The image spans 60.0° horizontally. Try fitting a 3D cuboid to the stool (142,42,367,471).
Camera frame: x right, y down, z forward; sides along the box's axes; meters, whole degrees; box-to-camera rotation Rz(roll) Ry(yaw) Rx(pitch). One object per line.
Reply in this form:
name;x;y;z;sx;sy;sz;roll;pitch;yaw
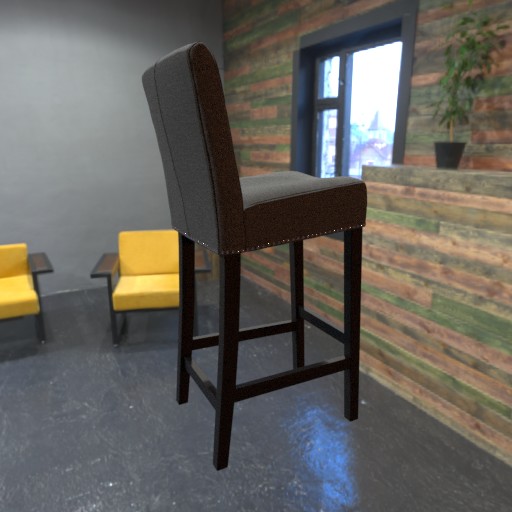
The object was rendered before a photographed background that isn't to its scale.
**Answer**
stool;0.000;0.000;1.301;0.548;1.047;0.411;-7;16;-26
